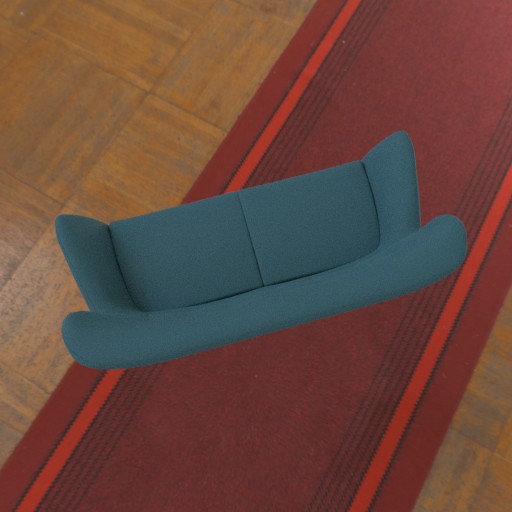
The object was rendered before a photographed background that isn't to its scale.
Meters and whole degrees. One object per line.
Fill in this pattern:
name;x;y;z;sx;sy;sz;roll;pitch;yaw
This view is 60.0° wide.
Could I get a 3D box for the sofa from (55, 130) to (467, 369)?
sofa;0.000;0.000;2.390;1.930;0.890;0.889;-15;75;-4
